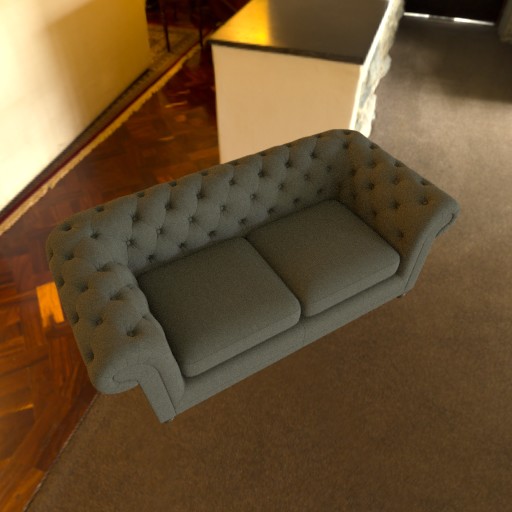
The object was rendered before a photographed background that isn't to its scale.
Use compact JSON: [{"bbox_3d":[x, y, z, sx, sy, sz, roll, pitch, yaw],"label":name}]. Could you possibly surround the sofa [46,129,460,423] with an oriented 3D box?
[{"bbox_3d":[0.000,0.000,2.474,1.998,0.764,0.986,-23,50,-21],"label":"sofa"}]
